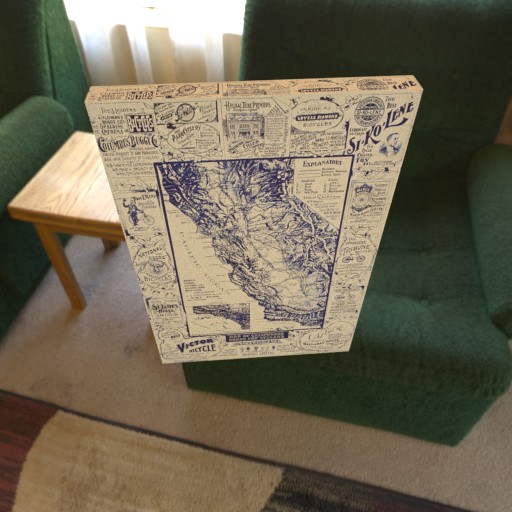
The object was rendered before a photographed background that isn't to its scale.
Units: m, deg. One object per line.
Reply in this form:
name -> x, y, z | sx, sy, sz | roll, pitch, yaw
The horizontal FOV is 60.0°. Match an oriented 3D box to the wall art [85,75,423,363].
wall art -> 0.000, 0.000, 0.762 | 0.408, 0.601, 0.040 | -3, 47, -3
